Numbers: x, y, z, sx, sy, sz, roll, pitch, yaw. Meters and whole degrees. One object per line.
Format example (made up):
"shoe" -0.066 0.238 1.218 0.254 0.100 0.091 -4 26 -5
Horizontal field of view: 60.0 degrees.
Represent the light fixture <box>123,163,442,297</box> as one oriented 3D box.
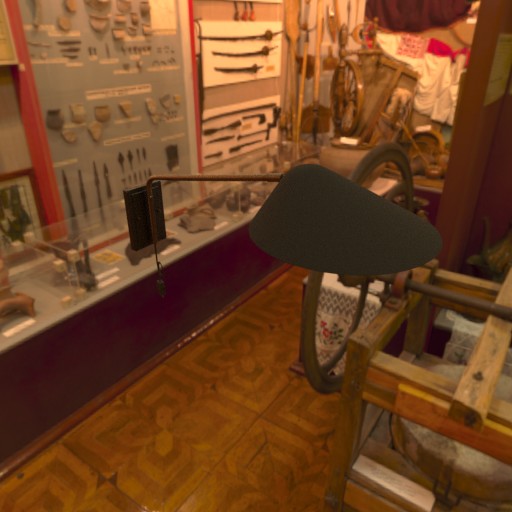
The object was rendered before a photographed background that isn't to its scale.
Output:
"light fixture" 0.000 0.000 0.678 0.516 0.312 0.240 19 33 32
